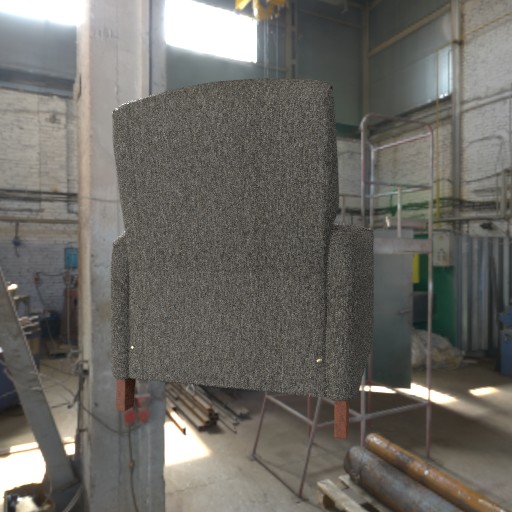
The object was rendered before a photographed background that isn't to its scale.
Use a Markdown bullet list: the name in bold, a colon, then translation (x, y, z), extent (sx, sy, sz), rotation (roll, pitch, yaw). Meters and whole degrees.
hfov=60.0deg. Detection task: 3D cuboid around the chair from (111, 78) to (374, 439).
- **chair**: translation (0.000, 0.000, 1.669), extent (0.848, 1.014, 0.864), rotation (0, 0, 17)
